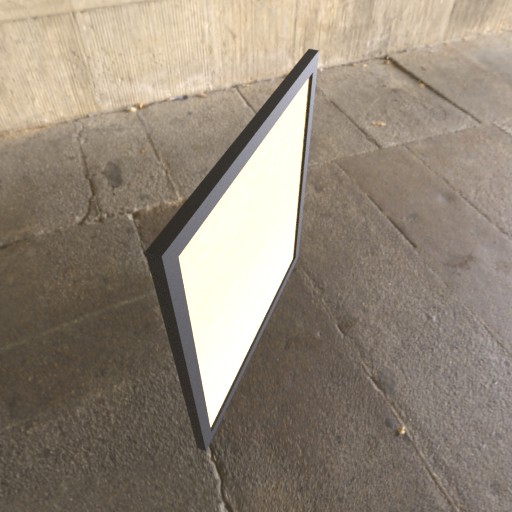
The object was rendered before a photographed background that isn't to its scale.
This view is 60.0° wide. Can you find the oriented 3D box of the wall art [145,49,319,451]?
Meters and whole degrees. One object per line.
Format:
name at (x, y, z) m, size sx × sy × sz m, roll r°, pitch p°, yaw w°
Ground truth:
wall art at (0.000, 0.000, 0.535) m, size 0.013 × 0.356 × 0.356 m, roll 17°, pitch 49°, yaw 15°
